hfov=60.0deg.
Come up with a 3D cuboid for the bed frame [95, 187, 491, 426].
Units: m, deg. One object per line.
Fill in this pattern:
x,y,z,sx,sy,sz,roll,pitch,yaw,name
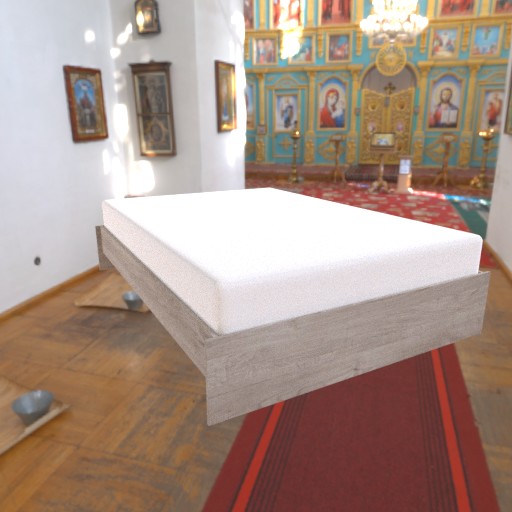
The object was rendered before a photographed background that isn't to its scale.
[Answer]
0.000,0.000,2.582,1.445,0.497,1.945,-9,18,-28,bed frame
